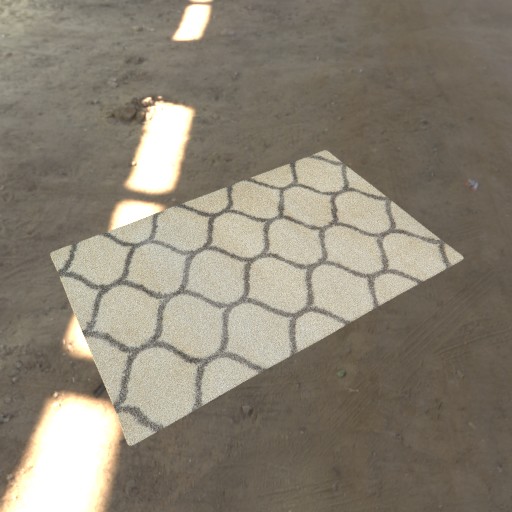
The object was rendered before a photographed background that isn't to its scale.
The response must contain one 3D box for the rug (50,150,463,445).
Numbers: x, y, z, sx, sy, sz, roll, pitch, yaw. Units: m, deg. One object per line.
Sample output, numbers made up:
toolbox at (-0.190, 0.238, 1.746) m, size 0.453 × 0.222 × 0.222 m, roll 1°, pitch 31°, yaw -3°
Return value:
rug at (0.000, 0.000, 2.976) m, size 2.348 × 0.024 × 1.501 m, roll -24°, pitch 51°, yaw -21°
